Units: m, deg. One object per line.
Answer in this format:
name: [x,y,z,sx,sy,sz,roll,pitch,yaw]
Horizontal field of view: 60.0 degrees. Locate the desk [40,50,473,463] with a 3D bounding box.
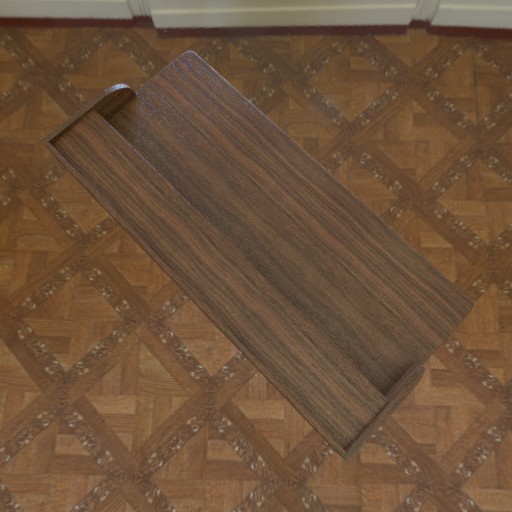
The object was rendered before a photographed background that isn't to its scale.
desk: [0.000,0.000,1.626,0.565,0.854,1.200,-44,79,-10]
